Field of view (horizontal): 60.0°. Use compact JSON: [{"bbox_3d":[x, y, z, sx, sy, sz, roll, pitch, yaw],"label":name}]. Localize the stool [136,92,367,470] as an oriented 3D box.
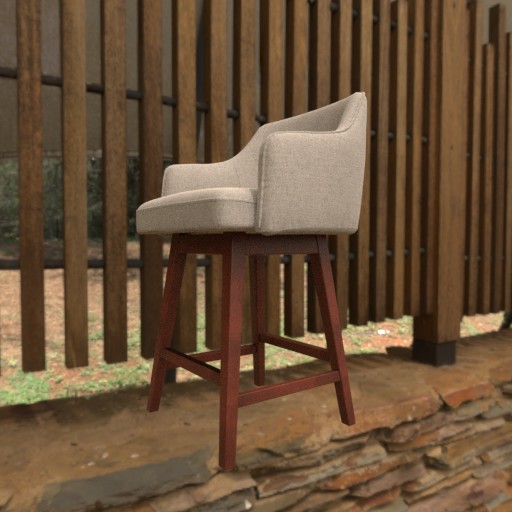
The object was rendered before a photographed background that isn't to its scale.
[{"bbox_3d":[0.000,0.000,1.307,0.558,0.944,0.599,-1,2,-36],"label":"stool"}]
